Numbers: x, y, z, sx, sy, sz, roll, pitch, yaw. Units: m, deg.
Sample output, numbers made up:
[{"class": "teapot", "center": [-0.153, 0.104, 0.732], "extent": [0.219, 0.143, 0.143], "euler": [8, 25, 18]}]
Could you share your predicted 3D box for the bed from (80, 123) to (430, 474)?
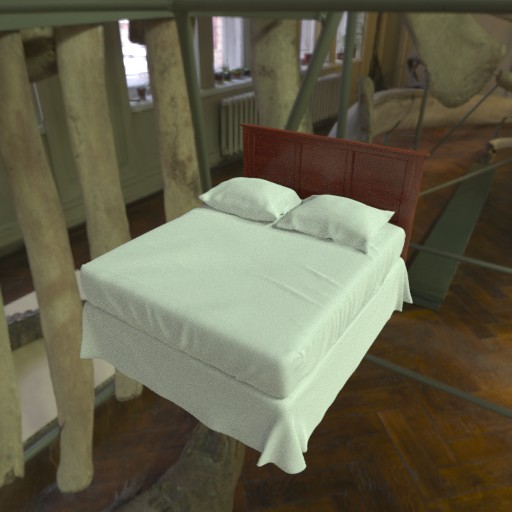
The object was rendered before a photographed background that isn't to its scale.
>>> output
[{"class": "bed", "center": [0.000, 0.000, 3.174], "extent": [1.870, 1.270, 2.050], "euler": [19, 35, 29]}]
